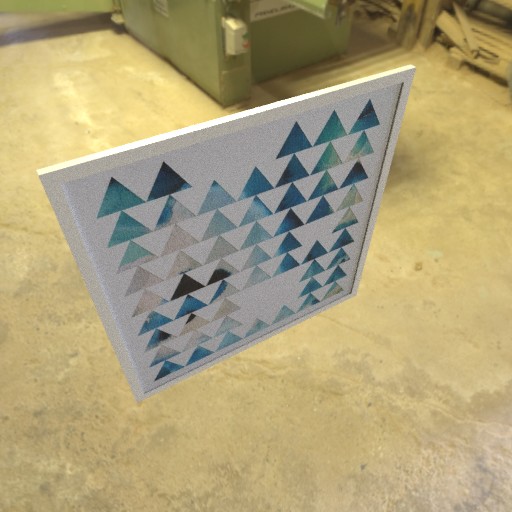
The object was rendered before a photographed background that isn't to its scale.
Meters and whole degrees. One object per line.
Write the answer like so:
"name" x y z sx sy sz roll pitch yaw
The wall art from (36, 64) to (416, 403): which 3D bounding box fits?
"wall art" 0.000 0.000 0.787 0.557 0.557 0.012 -22 50 -20
